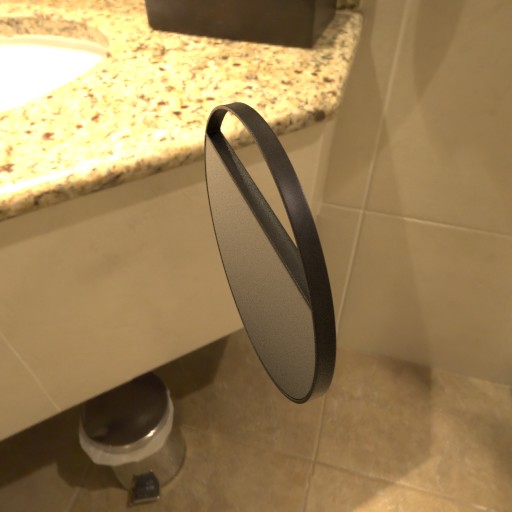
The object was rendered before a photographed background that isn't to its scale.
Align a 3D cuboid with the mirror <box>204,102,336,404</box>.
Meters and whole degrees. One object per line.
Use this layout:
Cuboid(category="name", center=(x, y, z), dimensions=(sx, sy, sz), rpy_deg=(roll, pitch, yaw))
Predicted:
Cuboid(category="mirror", center=(0.000, 0.000, 0.857), dimensions=(0.032, 0.565, 0.565), rpy_deg=(-16, 48, -15))
